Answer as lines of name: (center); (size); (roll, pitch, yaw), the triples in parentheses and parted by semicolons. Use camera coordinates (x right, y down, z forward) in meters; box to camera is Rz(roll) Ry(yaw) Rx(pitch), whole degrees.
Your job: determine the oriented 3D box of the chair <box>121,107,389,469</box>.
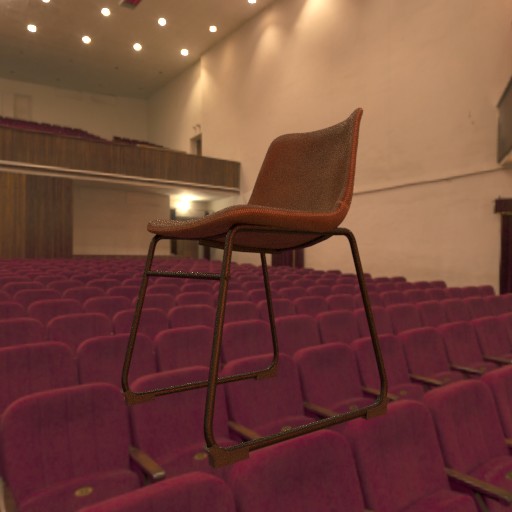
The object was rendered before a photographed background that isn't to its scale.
chair: (0.000, 0.000, 1.146); (0.551, 0.780, 0.460); (1, -1, -36)
